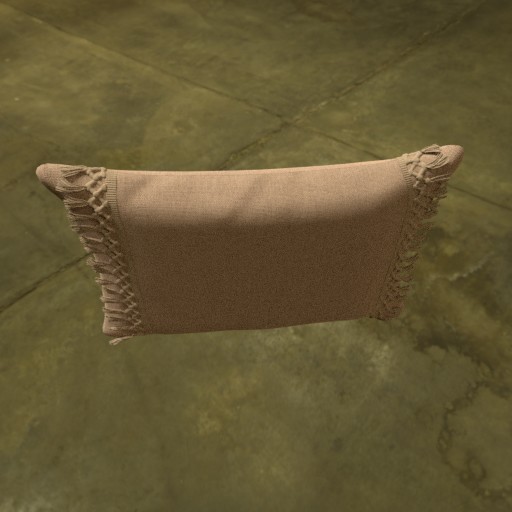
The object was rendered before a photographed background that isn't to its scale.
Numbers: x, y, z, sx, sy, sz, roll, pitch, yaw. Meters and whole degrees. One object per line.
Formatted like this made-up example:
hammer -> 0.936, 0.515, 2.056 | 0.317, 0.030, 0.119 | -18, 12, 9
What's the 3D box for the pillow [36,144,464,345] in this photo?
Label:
pillow -> 0.000, 0.000, 0.580 | 0.466, 0.305, 0.084 | -3, 45, -3
